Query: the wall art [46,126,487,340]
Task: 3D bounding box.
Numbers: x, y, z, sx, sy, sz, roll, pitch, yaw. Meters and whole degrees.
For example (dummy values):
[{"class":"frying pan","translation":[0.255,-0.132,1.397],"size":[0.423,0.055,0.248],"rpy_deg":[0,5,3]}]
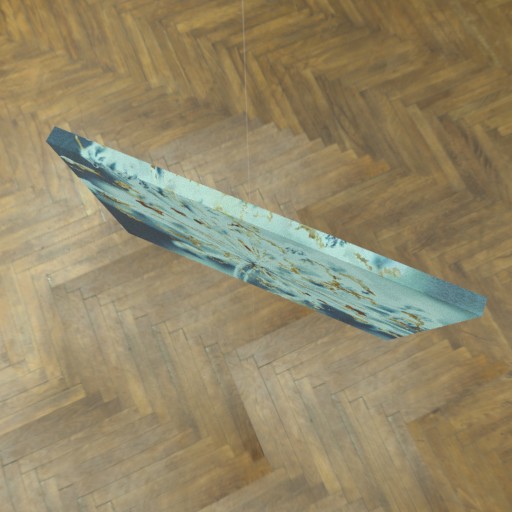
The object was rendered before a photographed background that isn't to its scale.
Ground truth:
[{"class":"wall art","translation":[0.000,0.000,1.153],"size":[0.912,0.608,0.038],"rpy_deg":[22,76,6]}]
